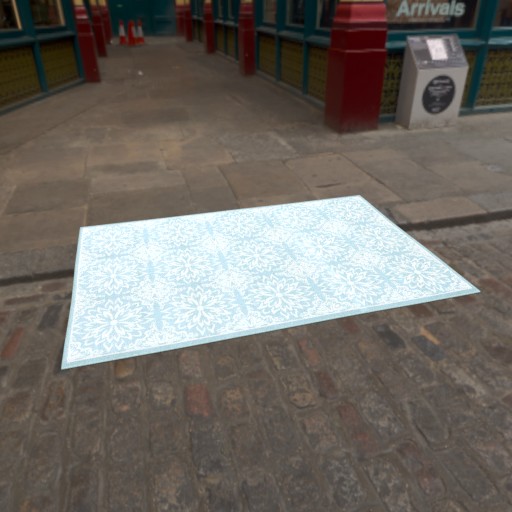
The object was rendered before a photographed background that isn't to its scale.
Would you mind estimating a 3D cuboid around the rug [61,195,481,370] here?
[{"bbox_3d":[0.000,0.000,2.358,1.840,0.012,1.219,-8,31,-14],"label":"rug"}]
